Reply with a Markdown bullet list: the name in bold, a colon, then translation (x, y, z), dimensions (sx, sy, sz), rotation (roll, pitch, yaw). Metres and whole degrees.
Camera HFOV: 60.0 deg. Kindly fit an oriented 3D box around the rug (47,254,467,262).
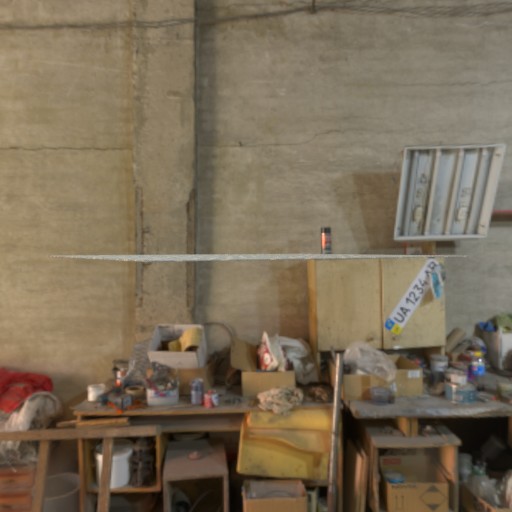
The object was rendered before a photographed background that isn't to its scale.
- **rug**: translation (0.000, 0.000, 3.831), dimensions (2.892, 0.006, 2.283), rotation (-1, 1, -36)
